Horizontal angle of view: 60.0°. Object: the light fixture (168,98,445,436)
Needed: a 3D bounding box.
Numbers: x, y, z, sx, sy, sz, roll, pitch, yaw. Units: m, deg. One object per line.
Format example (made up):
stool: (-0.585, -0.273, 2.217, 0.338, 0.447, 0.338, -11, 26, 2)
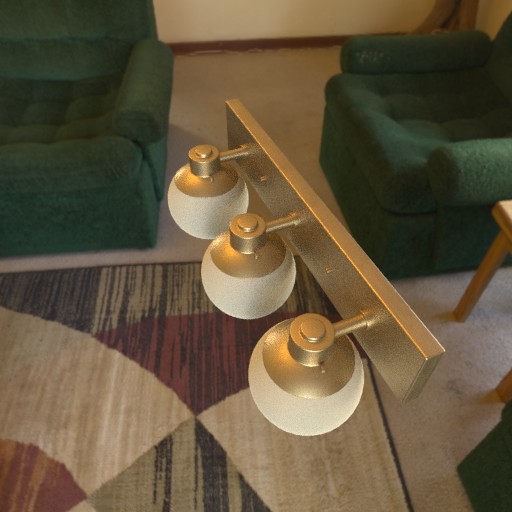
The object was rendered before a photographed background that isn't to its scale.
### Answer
light fixture: (0.000, 0.000, 0.856, 0.218, 0.263, 0.721, -17, 49, -16)
